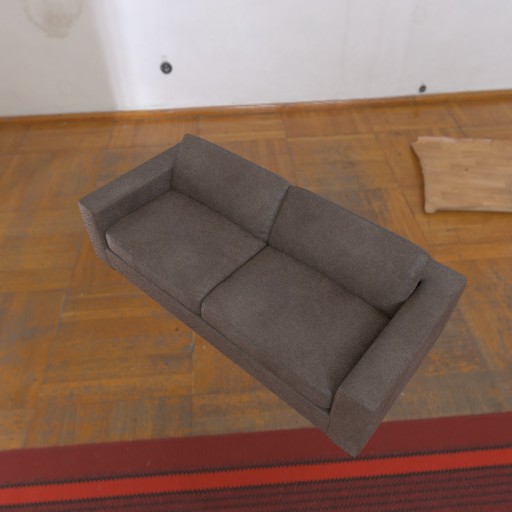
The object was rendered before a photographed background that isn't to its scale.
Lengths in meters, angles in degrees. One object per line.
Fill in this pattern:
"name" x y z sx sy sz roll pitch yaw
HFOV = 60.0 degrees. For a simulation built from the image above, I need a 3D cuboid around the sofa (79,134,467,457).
"sofa" 0.000 0.000 2.826 2.262 0.801 1.070 32 54 27
